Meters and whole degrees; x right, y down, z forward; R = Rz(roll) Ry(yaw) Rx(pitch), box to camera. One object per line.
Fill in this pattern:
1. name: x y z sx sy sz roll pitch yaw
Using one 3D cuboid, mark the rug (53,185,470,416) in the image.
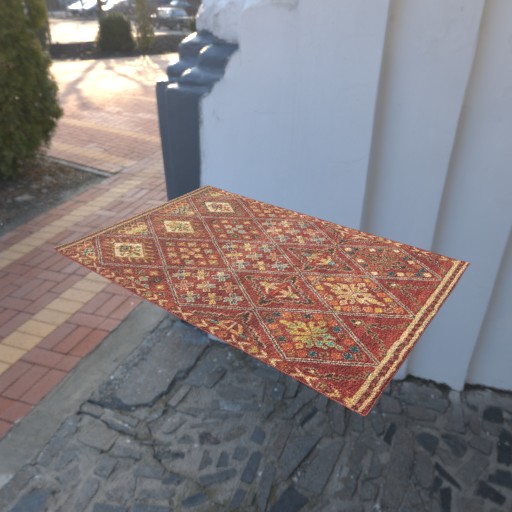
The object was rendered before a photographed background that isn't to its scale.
1. rug: 0.000 0.000 2.902 2.286 0.026 1.521 21 36 32
